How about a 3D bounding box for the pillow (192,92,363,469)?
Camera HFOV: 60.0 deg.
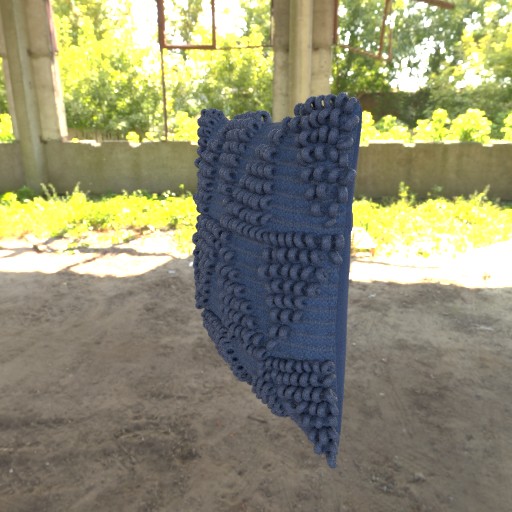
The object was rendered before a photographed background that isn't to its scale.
[{"bbox_3d":[0.000,0.000,0.709,0.172,0.466,0.469,-8,18,-25],"label":"pillow"}]
